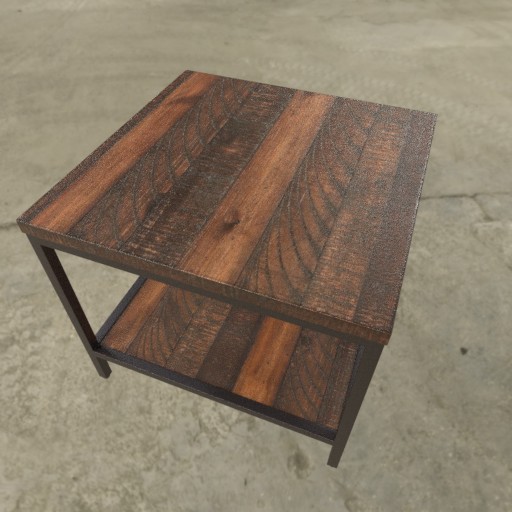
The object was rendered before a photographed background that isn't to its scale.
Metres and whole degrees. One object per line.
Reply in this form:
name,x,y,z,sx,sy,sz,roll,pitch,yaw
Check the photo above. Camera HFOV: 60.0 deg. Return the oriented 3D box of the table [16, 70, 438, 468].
table,0.000,0.000,0.937,0.553,0.482,0.548,16,49,14
